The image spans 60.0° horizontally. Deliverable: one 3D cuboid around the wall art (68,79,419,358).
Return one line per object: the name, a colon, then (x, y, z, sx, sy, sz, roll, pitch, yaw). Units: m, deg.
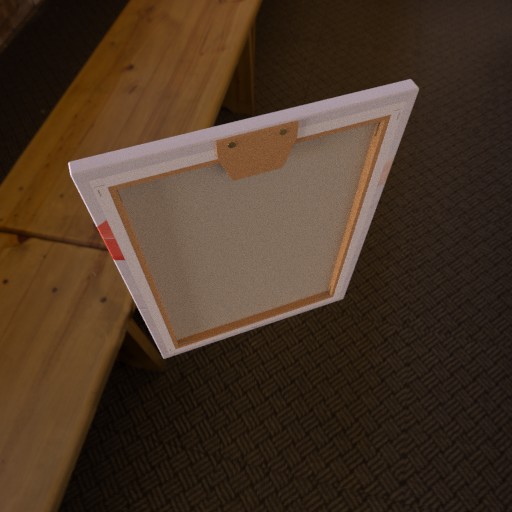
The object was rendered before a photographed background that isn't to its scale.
wall art: (0.000, 0.000, 1.343, 0.759, 1.014, 0.045, -17, 59, -11)
